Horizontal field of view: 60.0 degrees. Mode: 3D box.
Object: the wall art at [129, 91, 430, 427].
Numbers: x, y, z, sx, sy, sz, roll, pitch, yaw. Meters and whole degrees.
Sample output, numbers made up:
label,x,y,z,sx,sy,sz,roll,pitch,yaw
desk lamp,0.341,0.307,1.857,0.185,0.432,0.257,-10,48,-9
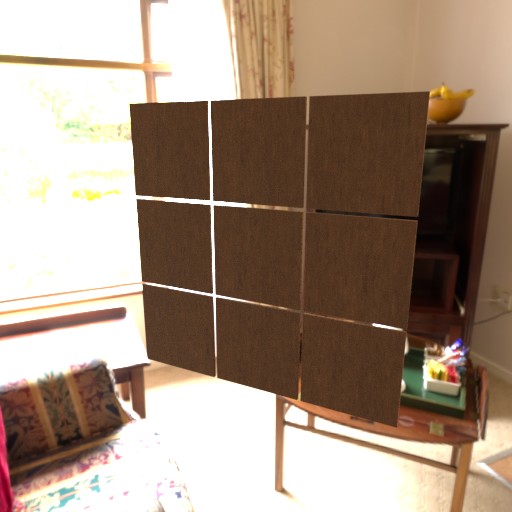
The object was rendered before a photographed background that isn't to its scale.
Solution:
label,x,y,z,sx,sy,sz,roll,pitch,yaw
wall art,0.000,0.000,1.807,1.215,1.213,0.013,7,17,26
